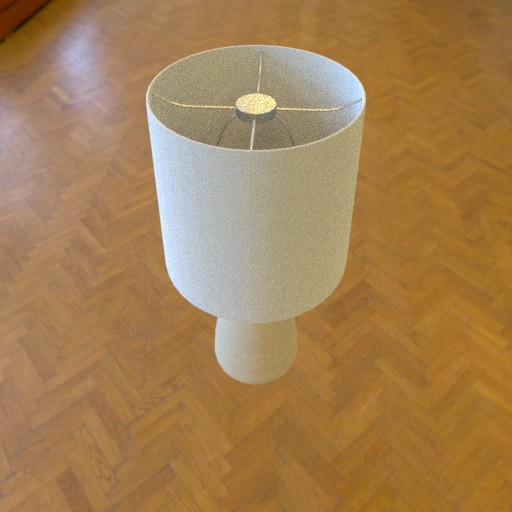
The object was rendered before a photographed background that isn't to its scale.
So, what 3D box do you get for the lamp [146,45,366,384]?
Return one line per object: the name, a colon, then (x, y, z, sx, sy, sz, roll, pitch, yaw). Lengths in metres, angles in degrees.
lamp: (0.000, 0.000, 0.469, 0.186, 0.369, 0.186, 0, 47, 0)
